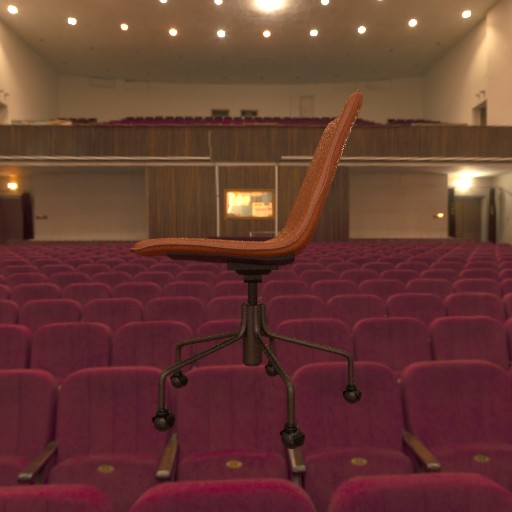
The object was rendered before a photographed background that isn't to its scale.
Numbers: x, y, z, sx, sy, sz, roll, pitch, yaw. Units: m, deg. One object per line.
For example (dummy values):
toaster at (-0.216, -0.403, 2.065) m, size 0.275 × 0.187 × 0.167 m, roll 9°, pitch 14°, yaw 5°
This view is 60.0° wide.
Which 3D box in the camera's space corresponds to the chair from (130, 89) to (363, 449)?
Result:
chair at (0.000, 0.000, 1.359) m, size 0.660 × 0.920 × 0.651 m, roll 0°, pitch 1°, yaw -2°
